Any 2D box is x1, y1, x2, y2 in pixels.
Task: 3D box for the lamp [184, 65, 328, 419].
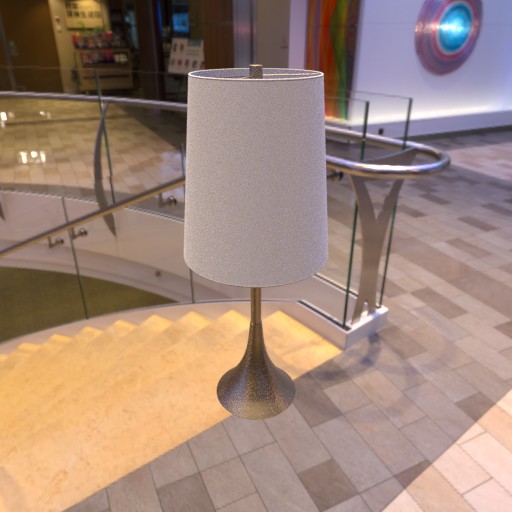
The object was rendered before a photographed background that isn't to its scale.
[{"bbox_3d":[0.000,0.000,0.719,0.231,0.569,0.231,0,27,0],"label":"lamp"}]
